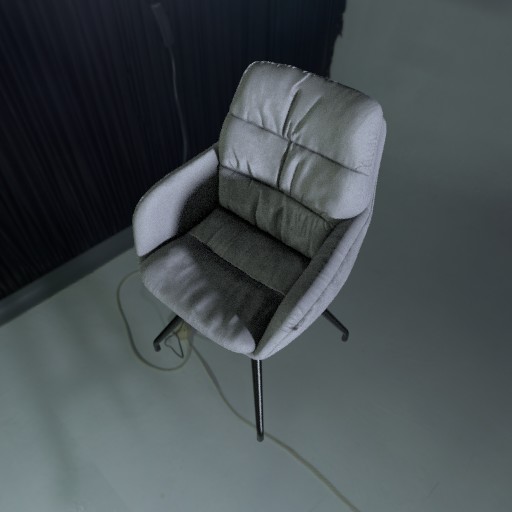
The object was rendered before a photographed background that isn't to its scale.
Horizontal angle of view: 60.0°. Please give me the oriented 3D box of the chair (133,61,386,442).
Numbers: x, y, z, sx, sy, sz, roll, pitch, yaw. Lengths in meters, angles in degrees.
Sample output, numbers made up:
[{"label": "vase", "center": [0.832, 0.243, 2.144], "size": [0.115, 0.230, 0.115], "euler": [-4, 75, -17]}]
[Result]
[{"label": "chair", "center": [0.000, 0.000, 1.273], "size": [0.579, 0.888, 0.569], "euler": [32, 55, 27]}]
